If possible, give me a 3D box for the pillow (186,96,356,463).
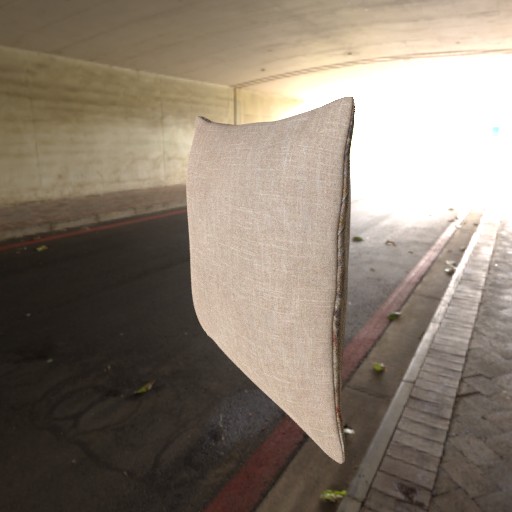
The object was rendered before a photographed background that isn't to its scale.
[{"bbox_3d":[0.000,0.000,0.798,0.166,0.506,0.523,-7,16,-27],"label":"pillow"}]
